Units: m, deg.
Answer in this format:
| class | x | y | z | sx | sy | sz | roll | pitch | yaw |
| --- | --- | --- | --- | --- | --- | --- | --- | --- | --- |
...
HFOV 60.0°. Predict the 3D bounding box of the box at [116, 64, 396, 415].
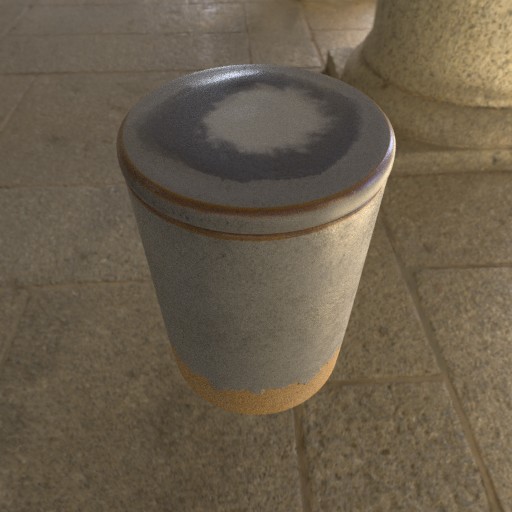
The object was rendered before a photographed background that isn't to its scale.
| class | x | y | z | sx | sy | sz | roll | pitch | yaw |
| --- | --- | --- | --- | --- | --- | --- | --- | --- | --- |
| box | 0.000 | 0.000 | 0.249 | 0.118 | 0.168 | 0.118 | 0 | 47 | 0 |
